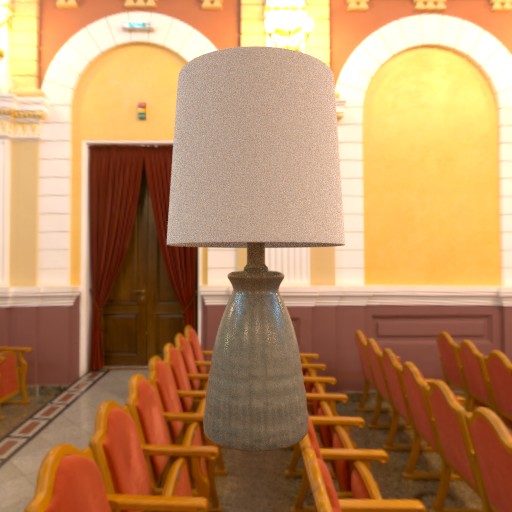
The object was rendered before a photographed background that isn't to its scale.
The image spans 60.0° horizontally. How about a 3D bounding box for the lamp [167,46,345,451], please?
[{"bbox_3d":[0.000,0.000,0.471,0.186,0.369,0.186,0,0,0],"label":"lamp"}]
